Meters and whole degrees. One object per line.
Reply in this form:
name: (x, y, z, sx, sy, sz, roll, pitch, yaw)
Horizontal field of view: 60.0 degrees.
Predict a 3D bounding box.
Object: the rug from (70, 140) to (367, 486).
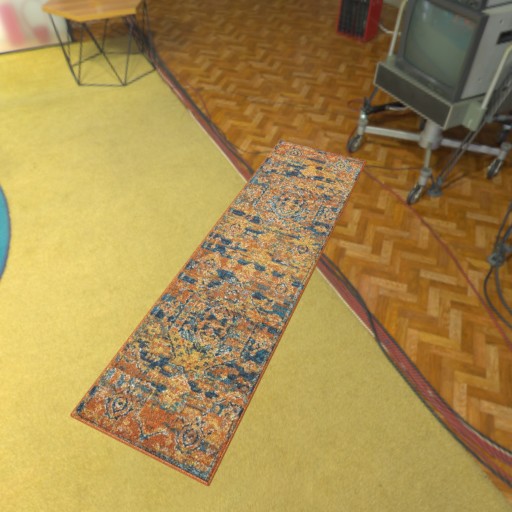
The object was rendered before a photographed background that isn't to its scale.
rug: (0.000, 0.000, 2.435, 0.651, 0.016, 2.274, 18, 49, 16)
